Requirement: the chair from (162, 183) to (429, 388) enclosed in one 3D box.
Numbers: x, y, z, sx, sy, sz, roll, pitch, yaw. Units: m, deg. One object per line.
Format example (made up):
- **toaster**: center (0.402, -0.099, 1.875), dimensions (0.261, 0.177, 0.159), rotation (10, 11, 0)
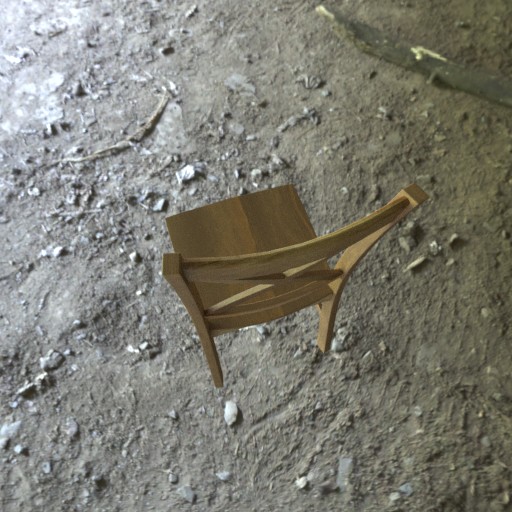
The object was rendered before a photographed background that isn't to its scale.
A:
- **chair**: center (0.000, 0.000, 1.291), dimensions (0.485, 0.983, 0.542), rotation (-16, 62, -9)
